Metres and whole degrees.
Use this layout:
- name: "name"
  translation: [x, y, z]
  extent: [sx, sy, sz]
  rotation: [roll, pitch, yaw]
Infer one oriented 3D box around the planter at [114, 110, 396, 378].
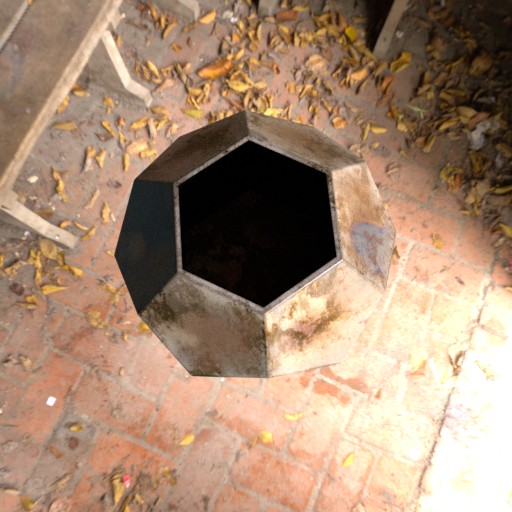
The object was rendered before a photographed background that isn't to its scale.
- name: "planter"
  translation: [0.000, 0.000, 0.430]
  extent: [0.243, 0.238, 0.221]
  rotation: [-5, 78, -1]
